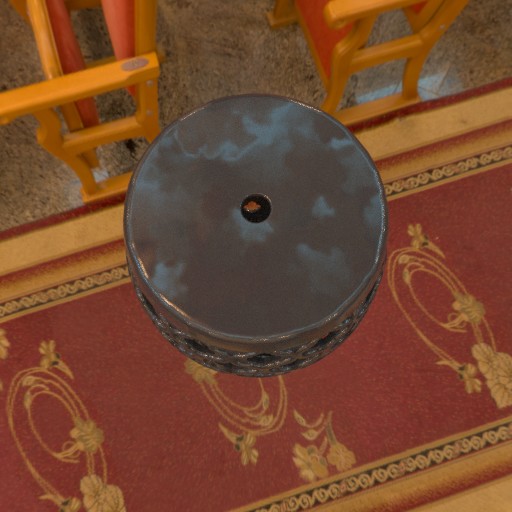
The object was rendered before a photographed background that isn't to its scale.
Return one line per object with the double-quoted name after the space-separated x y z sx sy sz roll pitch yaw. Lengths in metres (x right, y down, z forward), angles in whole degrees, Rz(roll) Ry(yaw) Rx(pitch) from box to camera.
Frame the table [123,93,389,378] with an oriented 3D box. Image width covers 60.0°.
0.000 0.000 0.618 0.325 0.388 0.325 0 76 0 "table"
